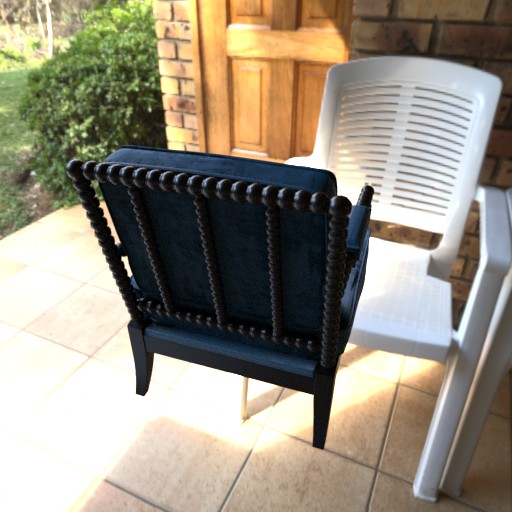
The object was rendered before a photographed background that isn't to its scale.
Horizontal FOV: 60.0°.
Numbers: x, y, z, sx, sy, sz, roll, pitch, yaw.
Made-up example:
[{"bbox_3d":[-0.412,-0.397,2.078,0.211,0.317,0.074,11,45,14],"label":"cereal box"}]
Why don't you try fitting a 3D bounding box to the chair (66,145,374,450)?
[{"bbox_3d":[0.000,0.000,1.432,0.688,0.857,0.805,10,34,16],"label":"chair"}]
